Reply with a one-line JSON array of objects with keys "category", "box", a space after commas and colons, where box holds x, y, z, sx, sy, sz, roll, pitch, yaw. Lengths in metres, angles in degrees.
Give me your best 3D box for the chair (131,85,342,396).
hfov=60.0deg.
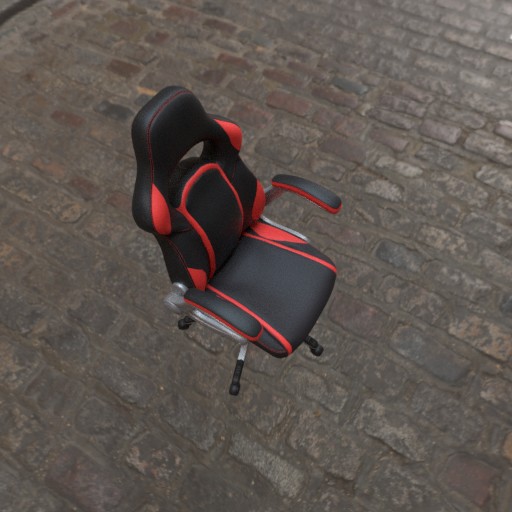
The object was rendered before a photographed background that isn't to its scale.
[{"category": "chair", "box": [0.000, 0.000, 1.656, 0.712, 1.165, 0.758, 27, 63, 16]}]
